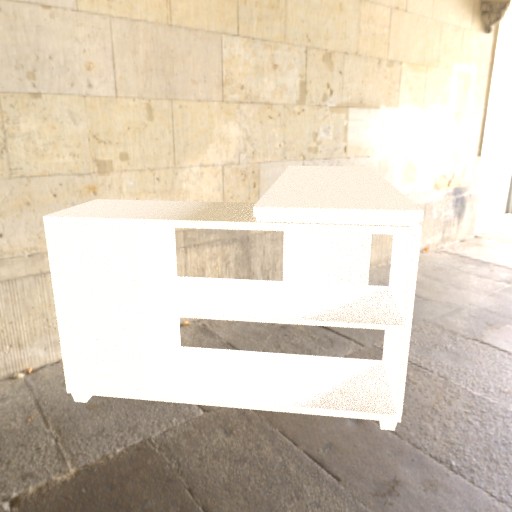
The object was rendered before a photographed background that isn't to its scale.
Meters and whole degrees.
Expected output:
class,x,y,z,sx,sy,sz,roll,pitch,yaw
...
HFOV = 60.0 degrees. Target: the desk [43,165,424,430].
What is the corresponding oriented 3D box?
class,x,y,z,sx,sy,sz,roll,pitch,yaw
desk,0.000,0.000,2.193,1.199,0.759,1.524,2,16,8
